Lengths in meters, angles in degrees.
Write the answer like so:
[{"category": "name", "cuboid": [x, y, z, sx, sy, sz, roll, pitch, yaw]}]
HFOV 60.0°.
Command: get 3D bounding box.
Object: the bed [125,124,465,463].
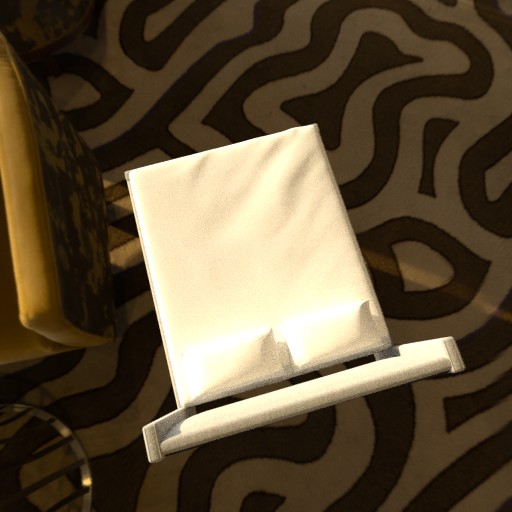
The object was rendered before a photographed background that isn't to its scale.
[{"category": "bed", "cuboid": [0.000, 0.000, 3.341, 1.774, 1.491, 2.222, -15, 76, -4]}]
